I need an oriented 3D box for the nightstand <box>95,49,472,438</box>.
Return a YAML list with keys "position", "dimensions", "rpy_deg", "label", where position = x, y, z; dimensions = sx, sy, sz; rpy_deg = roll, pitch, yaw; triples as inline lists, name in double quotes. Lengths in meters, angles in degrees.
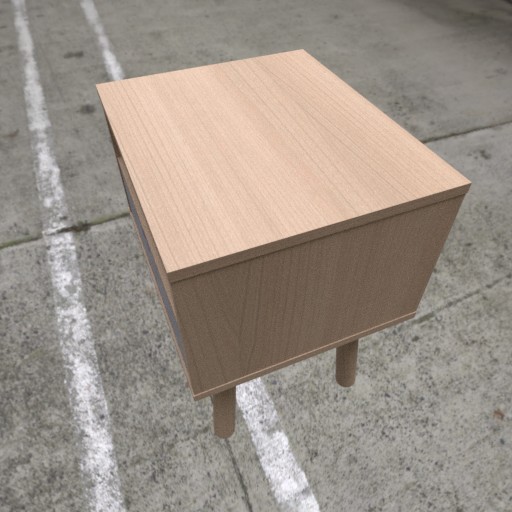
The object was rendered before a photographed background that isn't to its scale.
- position: [0.000, 0.000, 0.822]
  dimensions: [0.380, 0.530, 0.450]
  rpy_deg: [-17, 48, -16]
  label: "nightstand"
